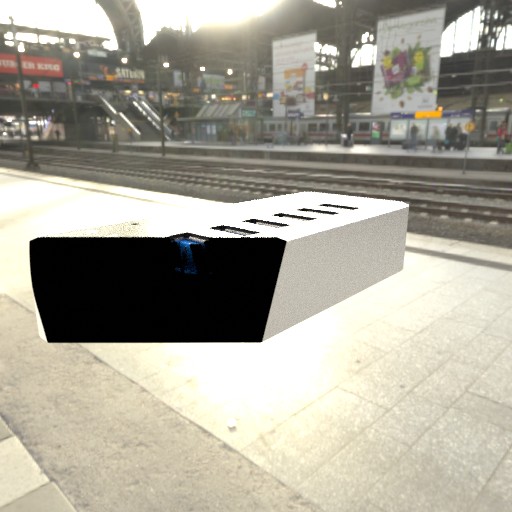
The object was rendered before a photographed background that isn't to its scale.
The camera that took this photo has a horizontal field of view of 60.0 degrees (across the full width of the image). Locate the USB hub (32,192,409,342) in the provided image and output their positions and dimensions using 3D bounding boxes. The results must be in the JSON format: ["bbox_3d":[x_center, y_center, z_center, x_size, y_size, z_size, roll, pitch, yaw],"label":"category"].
[{"bbox_3d":[0.000,0.000,0.127,0.044,0.023,0.110,14,21,40],"label":"USB hub"}]
